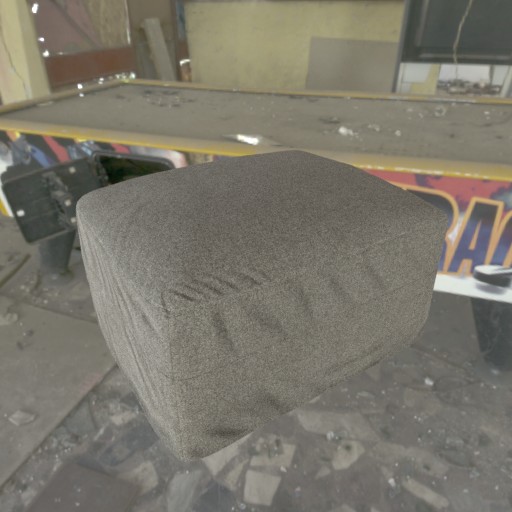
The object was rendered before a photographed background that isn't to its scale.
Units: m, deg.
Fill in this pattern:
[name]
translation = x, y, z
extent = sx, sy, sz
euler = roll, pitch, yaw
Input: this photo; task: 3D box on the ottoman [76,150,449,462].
[ottoman]
translation = 0.000, 0.000, 1.255
extent = 0.837, 0.481, 0.683
euler = -18, 34, -28
